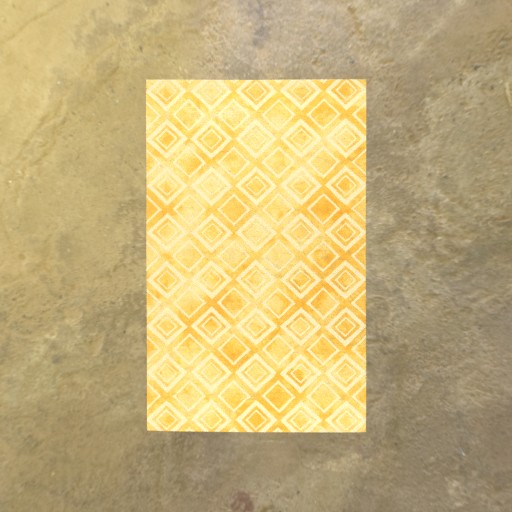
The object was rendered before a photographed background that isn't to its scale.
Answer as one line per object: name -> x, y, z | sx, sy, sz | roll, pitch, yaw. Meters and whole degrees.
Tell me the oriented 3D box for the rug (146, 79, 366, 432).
rug -> 0.000, 0.000, 3.047 | 1.511, 0.010, 2.424 | 0, 90, 1
